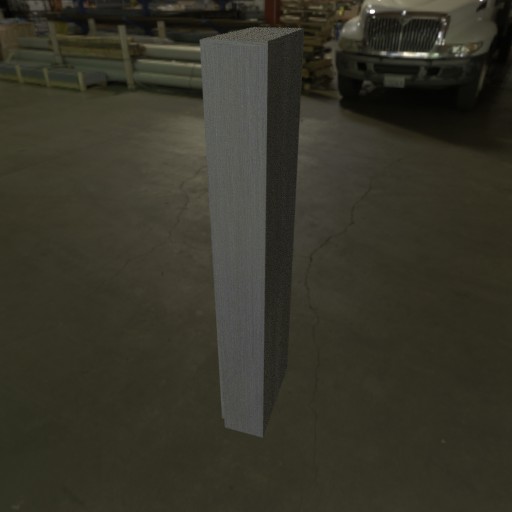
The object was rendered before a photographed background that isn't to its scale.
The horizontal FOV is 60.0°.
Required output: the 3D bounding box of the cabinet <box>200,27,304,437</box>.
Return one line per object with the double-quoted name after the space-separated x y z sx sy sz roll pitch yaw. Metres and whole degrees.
0.000 0.000 1.986 0.230 1.790 0.500 9 32 15 "cabinet"
